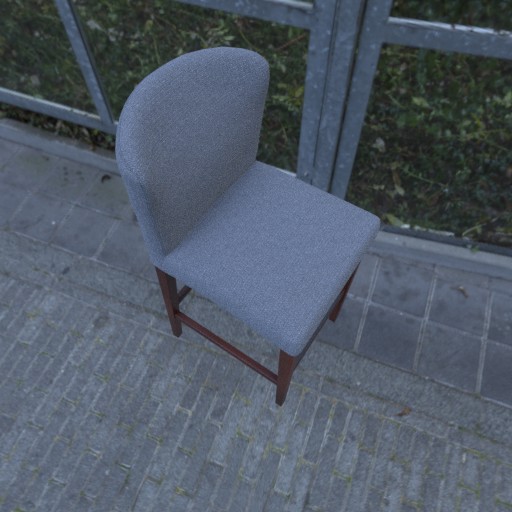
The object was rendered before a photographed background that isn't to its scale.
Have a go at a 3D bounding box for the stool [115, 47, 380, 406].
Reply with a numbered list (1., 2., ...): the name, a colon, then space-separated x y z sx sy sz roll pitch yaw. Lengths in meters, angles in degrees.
1. stool: 0.000 0.000 1.358 0.568 1.069 0.486 30 62 18
